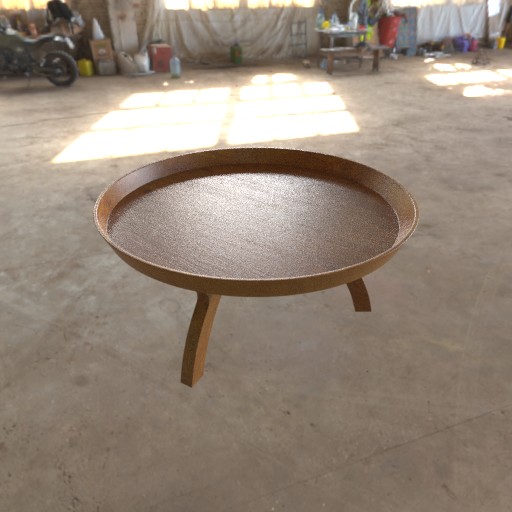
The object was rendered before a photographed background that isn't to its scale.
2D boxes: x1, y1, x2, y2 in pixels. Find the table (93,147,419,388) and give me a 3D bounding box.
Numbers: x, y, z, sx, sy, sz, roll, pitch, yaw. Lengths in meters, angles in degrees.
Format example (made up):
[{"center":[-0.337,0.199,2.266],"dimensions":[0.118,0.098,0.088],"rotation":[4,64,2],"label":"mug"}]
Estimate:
[{"center":[0.000,0.000,1.566],"dimensions":[1.016,0.470,1.016],"rotation":[0,31,0],"label":"table"}]
